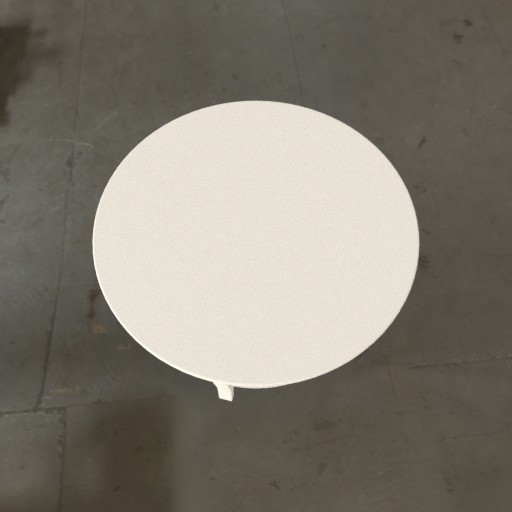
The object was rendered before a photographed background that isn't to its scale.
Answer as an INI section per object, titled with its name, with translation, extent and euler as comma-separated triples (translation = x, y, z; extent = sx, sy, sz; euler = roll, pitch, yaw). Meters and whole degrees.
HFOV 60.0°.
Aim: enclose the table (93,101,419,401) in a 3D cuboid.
[table]
translation = 0.000, 0.000, 1.453
extent = 0.910, 0.457, 0.910
euler = 0, 64, 0
